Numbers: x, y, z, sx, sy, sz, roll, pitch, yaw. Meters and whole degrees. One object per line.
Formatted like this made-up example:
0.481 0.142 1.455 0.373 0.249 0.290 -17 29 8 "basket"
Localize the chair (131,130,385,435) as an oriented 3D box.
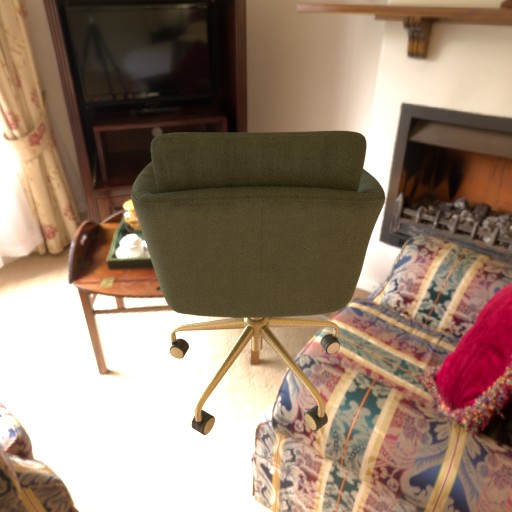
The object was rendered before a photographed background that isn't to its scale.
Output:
0.000 0.000 1.354 0.641 0.908 0.635 -1 31 -2 "chair"
